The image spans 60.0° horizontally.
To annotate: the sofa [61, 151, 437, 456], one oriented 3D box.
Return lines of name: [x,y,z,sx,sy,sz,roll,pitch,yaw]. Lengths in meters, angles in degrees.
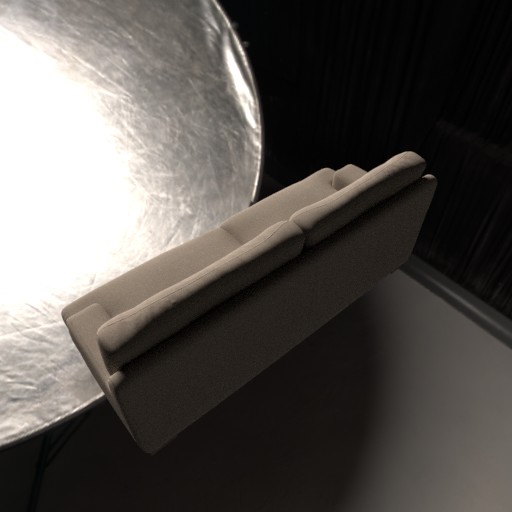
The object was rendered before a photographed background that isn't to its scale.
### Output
sofa: [0.000,0.000,2.859,2.354,0.980,0.962,-31,53,-27]
